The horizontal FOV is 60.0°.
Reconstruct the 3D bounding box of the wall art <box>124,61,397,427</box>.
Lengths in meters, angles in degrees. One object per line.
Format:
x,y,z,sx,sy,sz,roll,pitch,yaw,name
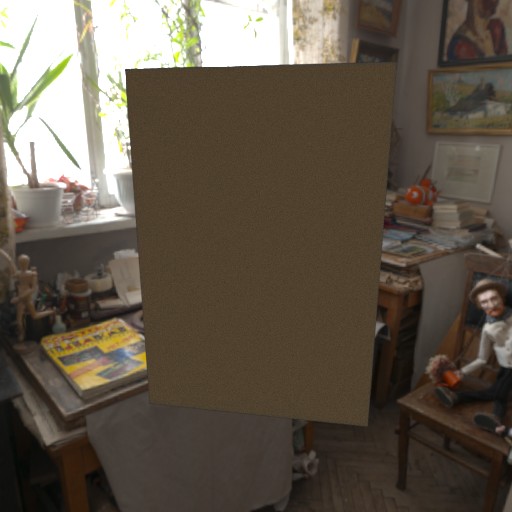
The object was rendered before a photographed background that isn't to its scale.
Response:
0.000,0.000,0.578,0.313,0.457,0.031,3,16,9,wall art
